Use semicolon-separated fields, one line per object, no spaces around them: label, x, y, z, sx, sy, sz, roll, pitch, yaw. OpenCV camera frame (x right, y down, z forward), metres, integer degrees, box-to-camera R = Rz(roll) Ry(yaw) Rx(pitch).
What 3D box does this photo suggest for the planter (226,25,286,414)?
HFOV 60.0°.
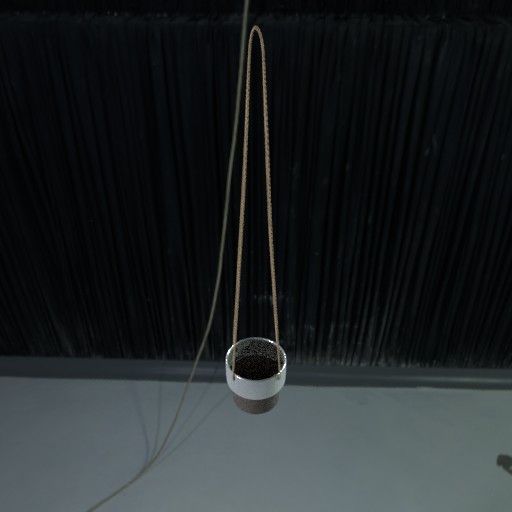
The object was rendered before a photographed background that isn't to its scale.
planter;0.000;0.000;1.160;0.187;1.073;0.187;-1;32;-1
